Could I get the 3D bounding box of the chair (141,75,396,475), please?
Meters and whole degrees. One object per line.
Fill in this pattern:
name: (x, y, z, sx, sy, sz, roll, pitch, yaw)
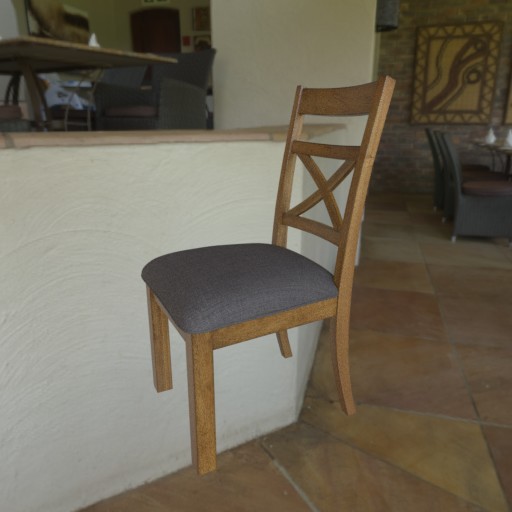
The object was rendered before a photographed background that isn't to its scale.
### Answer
chair: (0.000, 0.000, 1.268, 0.581, 0.949, 0.470, -9, 19, -25)
